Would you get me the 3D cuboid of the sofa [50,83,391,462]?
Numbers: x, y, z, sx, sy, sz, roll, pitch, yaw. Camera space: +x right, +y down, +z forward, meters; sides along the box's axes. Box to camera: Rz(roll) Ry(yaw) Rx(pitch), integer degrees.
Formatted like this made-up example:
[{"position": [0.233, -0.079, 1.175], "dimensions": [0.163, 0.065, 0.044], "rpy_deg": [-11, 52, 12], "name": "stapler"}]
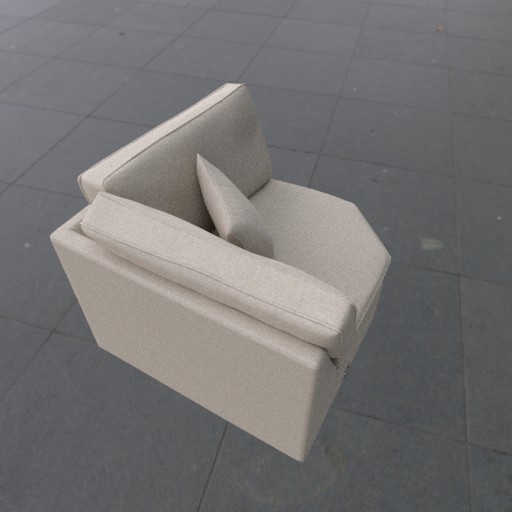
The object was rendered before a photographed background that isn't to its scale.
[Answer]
[{"position": [0.000, 0.000, 1.843], "dimensions": [1.050, 0.937, 1.042], "rpy_deg": [23, 50, 21], "name": "sofa"}]
